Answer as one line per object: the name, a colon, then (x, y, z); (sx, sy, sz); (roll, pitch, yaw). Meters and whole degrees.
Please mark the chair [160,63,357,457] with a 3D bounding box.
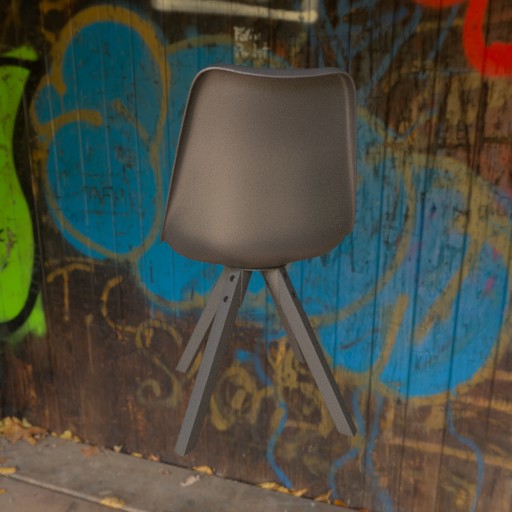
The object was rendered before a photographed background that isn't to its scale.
chair: (0.000, 0.000, 1.164); (0.485, 0.850, 0.530); (-2, 13, -10)
